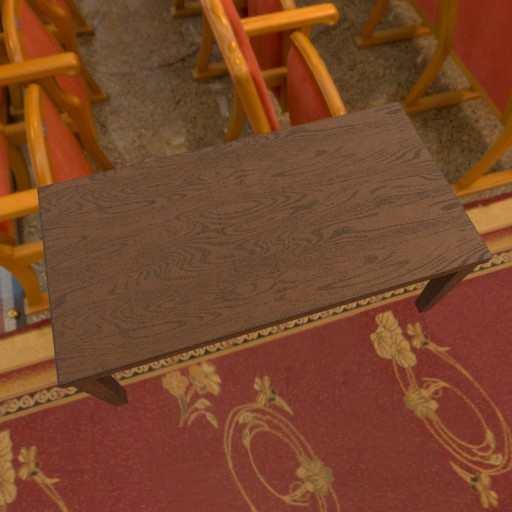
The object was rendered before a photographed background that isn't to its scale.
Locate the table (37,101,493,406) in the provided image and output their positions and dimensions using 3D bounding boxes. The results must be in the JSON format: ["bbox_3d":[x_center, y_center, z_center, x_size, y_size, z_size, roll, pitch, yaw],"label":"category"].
[{"bbox_3d":[0.000,0.000,2.469,1.981,0.762,1.016,-15,65,-7],"label":"table"}]
